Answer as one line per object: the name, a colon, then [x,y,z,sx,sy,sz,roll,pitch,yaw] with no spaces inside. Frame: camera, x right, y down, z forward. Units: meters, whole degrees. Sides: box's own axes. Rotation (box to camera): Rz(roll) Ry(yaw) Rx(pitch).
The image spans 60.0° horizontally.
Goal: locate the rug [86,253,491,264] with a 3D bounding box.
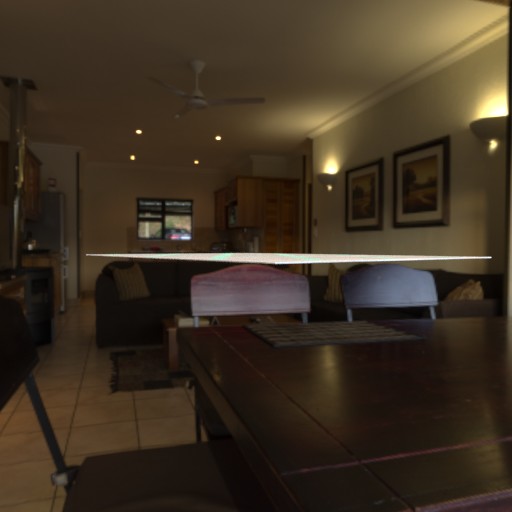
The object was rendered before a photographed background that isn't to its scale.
rug: [0.000,0.000,2.898,1.524,0.006,2.286,-1,1,-36]
